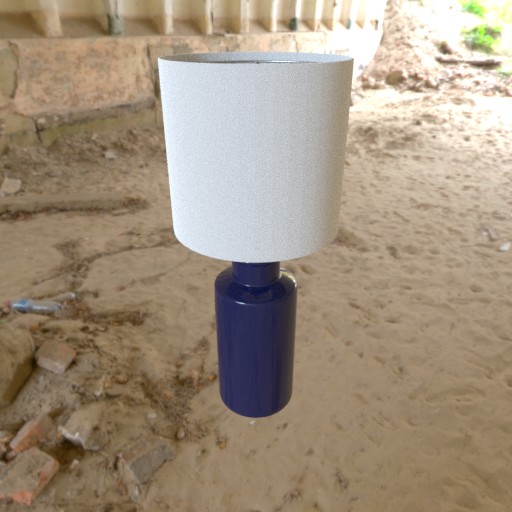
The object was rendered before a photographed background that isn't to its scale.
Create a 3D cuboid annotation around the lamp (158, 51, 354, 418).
[{"bbox_3d":[0.000,0.000,0.600,0.212,0.493,0.212,0,27,0],"label":"lamp"}]
